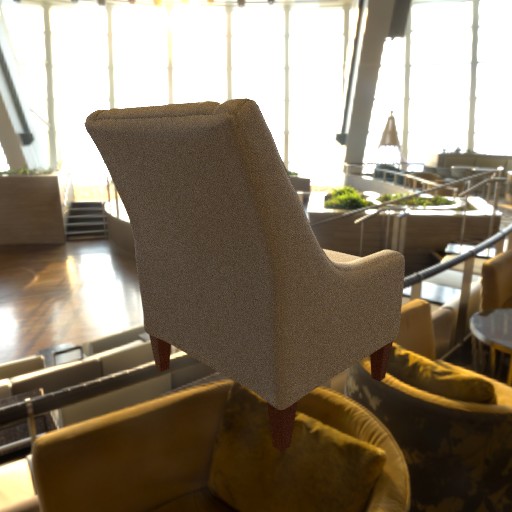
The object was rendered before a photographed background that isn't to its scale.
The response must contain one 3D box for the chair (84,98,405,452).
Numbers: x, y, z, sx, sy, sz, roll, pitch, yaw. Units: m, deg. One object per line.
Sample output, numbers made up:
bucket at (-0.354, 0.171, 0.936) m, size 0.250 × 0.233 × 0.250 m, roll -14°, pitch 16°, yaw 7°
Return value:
chair at (0.000, 0.000, 1.615) m, size 0.870 × 1.014 × 0.774 m, roll -15°, pitch 21°, yaw -43°
